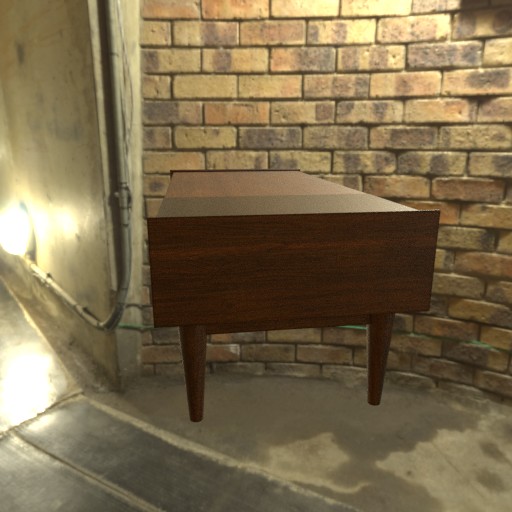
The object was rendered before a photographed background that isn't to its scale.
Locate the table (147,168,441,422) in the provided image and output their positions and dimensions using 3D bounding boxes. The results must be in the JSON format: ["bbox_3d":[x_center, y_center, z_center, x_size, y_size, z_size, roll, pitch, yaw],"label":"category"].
[{"bbox_3d":[0.000,0.000,1.547,0.610,0.508,1.221,-2,15,-8],"label":"table"}]
